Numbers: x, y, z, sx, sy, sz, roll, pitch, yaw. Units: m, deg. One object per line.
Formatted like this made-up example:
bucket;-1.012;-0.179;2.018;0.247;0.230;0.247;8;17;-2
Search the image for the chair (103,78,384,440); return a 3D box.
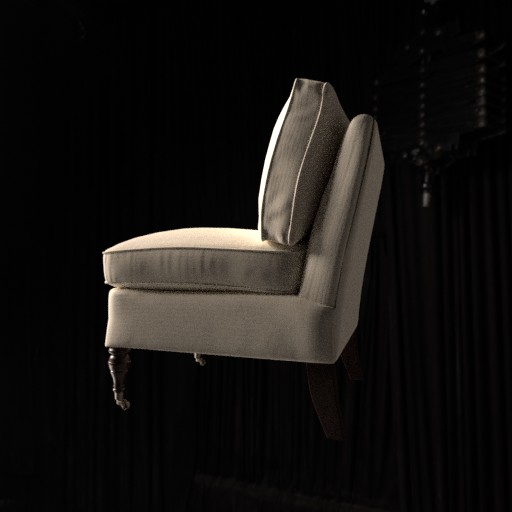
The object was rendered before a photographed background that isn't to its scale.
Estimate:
chair;0.000;0.000;1.434;0.781;0.887;0.630;0;1;18
